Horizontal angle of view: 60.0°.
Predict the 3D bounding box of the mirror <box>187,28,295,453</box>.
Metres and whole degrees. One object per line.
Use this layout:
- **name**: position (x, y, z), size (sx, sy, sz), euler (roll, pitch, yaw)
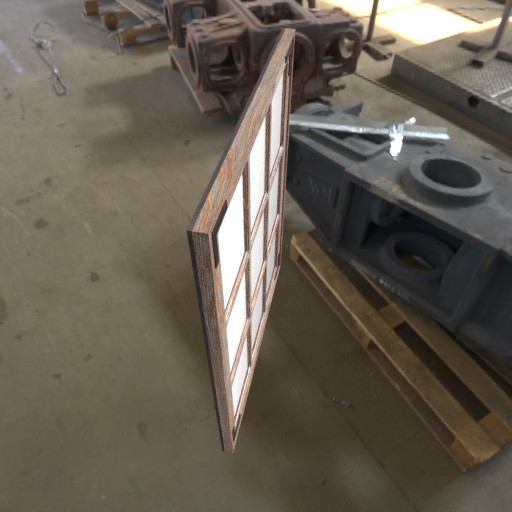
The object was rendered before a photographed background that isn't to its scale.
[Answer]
- **mirror**: position (0.000, 0.000, 1.178), size (0.032, 0.882, 0.730), euler (10, 48, 9)
